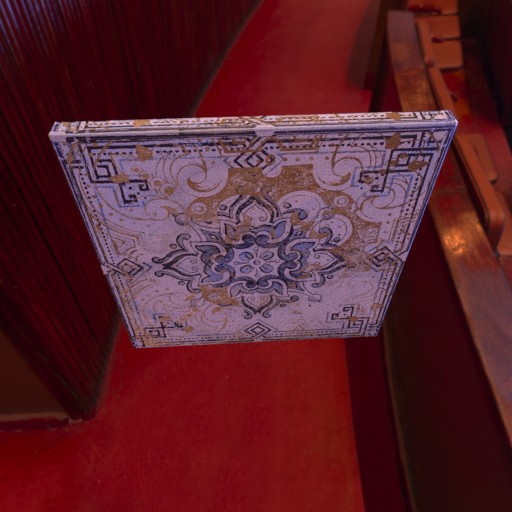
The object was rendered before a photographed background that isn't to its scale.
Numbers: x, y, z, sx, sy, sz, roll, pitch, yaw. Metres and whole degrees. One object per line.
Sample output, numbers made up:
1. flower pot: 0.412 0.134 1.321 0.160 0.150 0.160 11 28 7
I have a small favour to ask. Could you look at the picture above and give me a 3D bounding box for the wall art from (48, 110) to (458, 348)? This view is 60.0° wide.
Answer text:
1. wall art: 0.000 0.000 0.894 0.609 0.607 0.036 -2 48 -2
